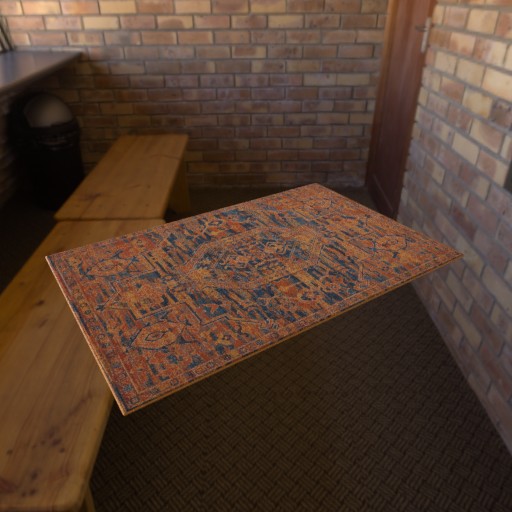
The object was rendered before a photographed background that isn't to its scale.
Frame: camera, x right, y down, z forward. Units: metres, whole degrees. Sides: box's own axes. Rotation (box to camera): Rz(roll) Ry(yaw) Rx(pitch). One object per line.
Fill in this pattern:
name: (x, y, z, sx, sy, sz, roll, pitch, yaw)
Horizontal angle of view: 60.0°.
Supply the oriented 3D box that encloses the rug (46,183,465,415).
rug: (0.000, 0.000, 2.214, 1.758, 0.013, 1.148, -19, 36, -28)
